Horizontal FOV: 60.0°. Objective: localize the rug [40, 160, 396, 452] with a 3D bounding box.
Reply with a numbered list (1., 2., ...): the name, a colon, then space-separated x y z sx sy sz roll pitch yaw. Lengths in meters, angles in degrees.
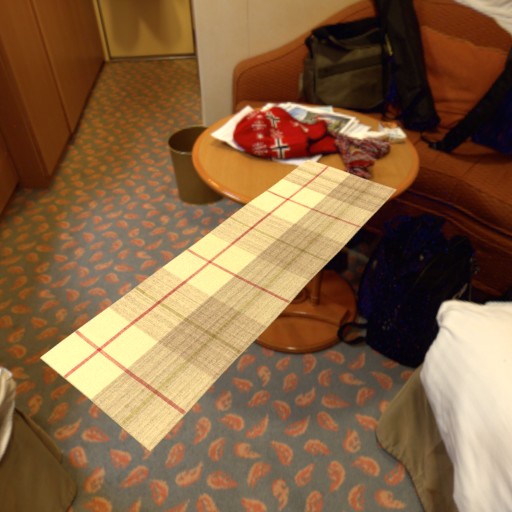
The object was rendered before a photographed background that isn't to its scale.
1. rug: 0.000 0.000 2.692 0.762 0.013 2.439 26 47 27
